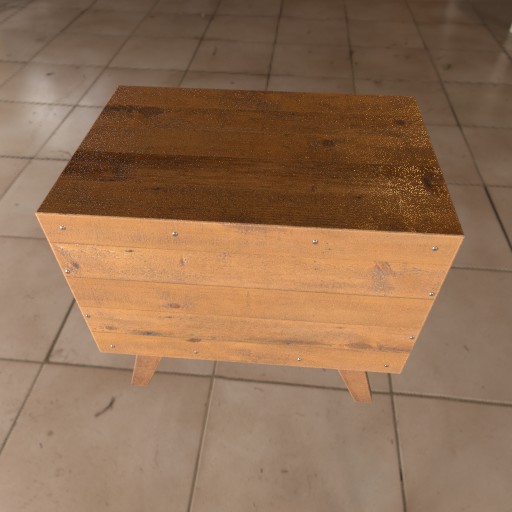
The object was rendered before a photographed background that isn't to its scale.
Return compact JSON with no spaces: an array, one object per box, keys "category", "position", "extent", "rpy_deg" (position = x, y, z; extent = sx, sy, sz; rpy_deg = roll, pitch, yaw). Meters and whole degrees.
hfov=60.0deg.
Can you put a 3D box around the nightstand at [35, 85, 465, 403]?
[{"category":"nightstand","position":[0.000,0.000,1.036],"extent":[0.650,0.599,0.450],"rpy_deg":[3,46,3]}]
